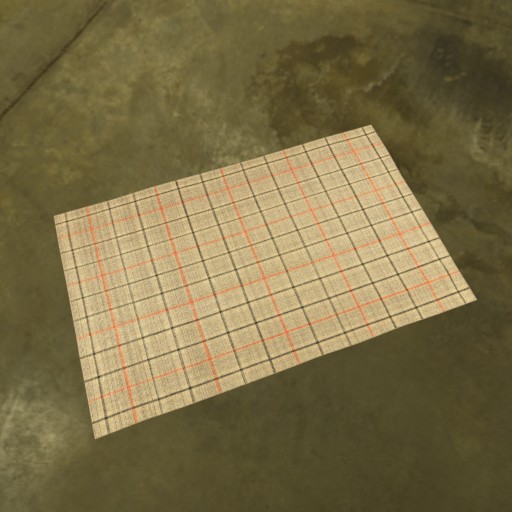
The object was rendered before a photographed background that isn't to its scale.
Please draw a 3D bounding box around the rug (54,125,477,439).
[{"bbox_3d":[0.000,0.000,2.945,2.439,0.015,1.524,-18,66,-8],"label":"rug"}]
